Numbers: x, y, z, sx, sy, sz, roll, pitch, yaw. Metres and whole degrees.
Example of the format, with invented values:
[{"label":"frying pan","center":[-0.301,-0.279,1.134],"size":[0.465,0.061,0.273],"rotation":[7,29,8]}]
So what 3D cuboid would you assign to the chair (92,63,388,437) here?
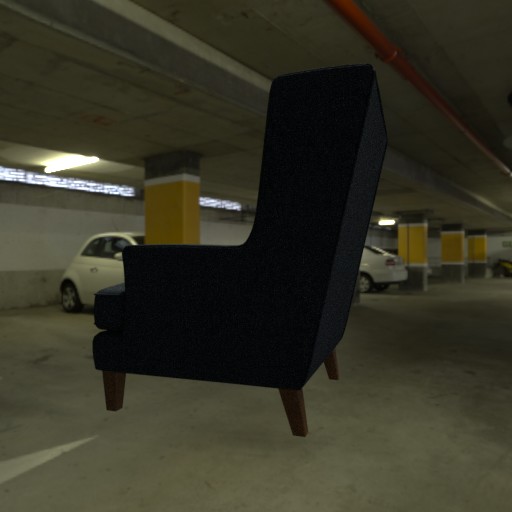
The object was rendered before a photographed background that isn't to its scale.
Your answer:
[{"label":"chair","center":[0.000,0.000,1.714],"size":[0.947,1.072,0.764],"rotation":[0,0,19]}]
